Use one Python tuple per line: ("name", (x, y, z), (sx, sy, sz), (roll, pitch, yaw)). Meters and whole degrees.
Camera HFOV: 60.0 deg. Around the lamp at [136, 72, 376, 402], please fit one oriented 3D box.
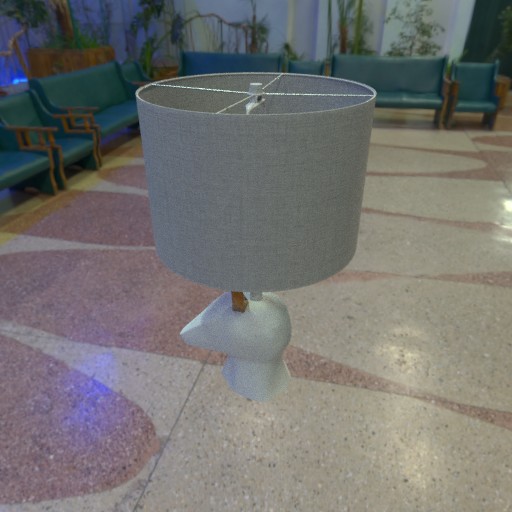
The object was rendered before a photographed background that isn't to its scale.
("lamp", (0.000, 0.000, 0.687), (0.298, 0.503, 0.298), (8, 31, 14))
